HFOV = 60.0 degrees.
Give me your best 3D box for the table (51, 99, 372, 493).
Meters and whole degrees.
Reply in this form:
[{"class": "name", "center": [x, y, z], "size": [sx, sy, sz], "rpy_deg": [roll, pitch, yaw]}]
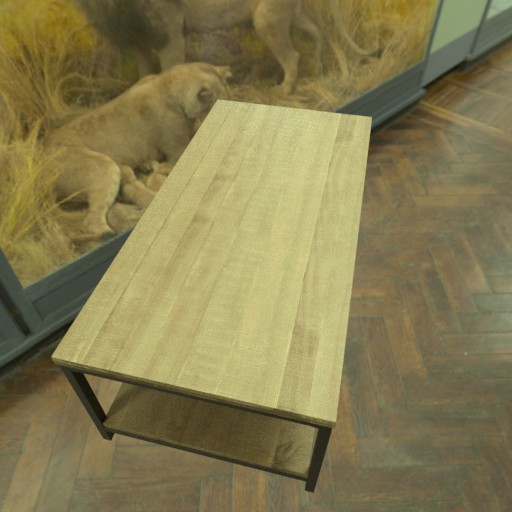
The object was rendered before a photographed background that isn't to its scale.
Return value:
[{"class": "table", "center": [0.000, 0.000, 1.328], "size": [0.551, 0.399, 1.100], "rpy_deg": [10, 46, 9]}]
